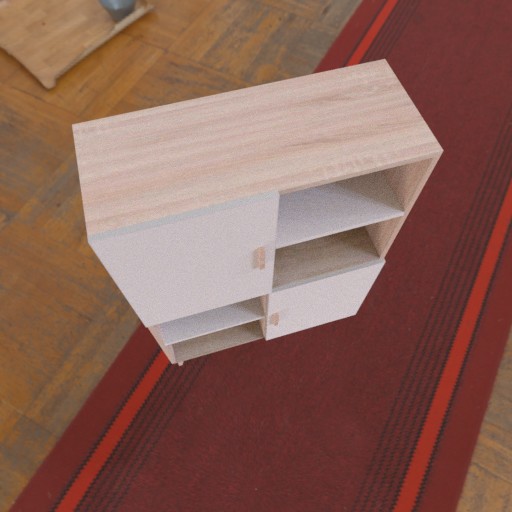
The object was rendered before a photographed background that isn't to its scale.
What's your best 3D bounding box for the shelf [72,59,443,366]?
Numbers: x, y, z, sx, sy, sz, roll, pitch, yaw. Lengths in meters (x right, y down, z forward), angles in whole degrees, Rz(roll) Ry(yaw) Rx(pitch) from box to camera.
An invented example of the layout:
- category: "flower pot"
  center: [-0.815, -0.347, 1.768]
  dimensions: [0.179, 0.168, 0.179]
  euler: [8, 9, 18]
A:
- category: "shelf"
  center: [0.000, 0.000, 1.885]
  dimensions: [0.995, 1.405, 0.434]
  euler: [-15, 63, -8]
